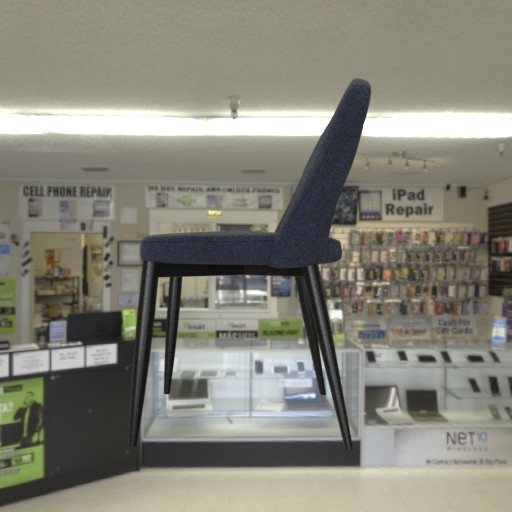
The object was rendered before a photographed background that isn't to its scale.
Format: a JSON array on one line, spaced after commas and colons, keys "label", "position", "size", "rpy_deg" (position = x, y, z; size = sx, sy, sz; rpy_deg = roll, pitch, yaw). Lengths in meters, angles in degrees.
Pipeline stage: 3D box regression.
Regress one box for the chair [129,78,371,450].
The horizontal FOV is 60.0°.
[{"label": "chair", "position": [0.000, 0.000, 1.275], "size": [0.612, 0.931, 0.470], "rpy_deg": [0, 0, 0]}]
